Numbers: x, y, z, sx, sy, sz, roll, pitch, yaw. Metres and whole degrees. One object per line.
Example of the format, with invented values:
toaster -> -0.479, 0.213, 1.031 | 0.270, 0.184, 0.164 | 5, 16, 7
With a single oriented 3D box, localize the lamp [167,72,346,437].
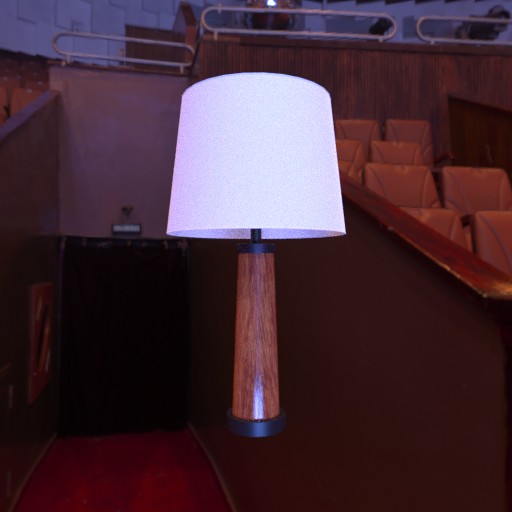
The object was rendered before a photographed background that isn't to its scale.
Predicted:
lamp -> 0.000, 0.000, 0.875 | 0.349, 0.667, 0.349 | 0, -1, 0
